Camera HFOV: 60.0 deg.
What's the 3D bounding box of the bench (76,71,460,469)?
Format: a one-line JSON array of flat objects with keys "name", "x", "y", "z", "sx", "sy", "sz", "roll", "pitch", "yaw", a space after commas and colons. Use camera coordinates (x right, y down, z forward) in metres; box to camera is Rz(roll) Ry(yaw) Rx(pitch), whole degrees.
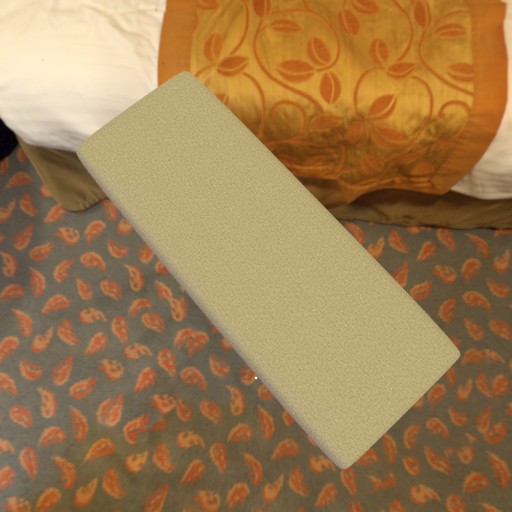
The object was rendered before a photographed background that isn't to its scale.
[{"name": "bench", "x": 0.000, "y": 0.000, "z": 1.847, "sx": 0.631, "sy": 0.383, "sz": 1.598, "roll": -40, "pitch": 78, "yaw": -10}]
